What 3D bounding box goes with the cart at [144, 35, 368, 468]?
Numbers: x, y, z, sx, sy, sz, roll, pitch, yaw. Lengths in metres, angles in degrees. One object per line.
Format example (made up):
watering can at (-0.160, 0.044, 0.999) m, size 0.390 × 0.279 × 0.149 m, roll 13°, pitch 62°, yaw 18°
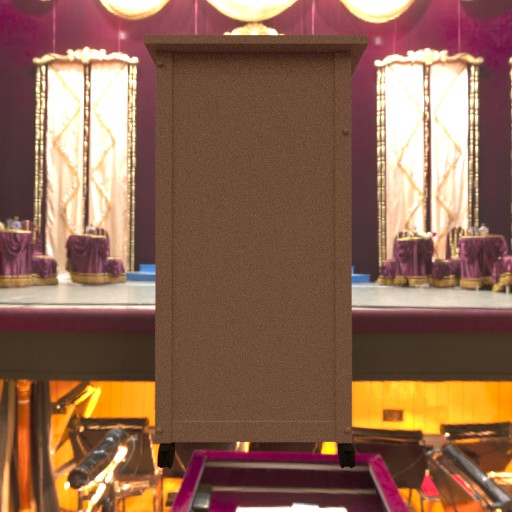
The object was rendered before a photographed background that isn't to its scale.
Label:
cart at (0.000, 0.000, 1.210) m, size 0.442 × 0.864 × 0.683 m, roll 0°, pitch -1°, yaw 0°
